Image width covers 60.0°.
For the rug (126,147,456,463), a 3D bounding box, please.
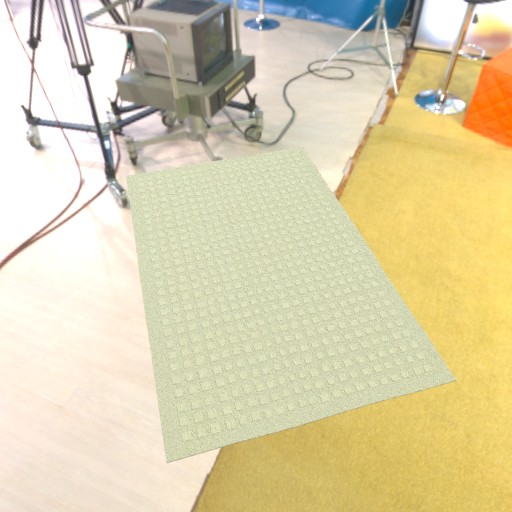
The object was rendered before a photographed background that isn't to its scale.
[{"bbox_3d":[0.000,0.000,2.216,1.143,0.006,1.747,-12,47,-11],"label":"rug"}]
